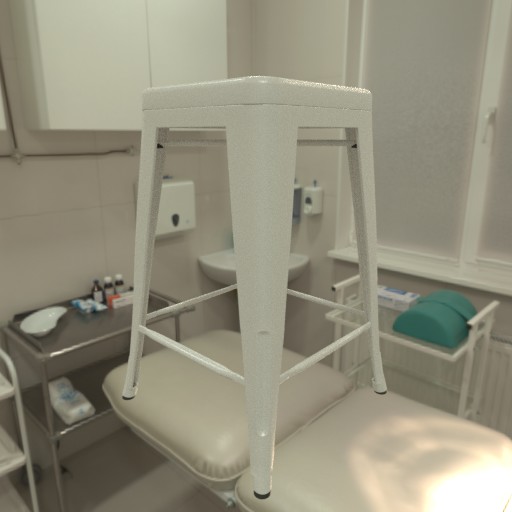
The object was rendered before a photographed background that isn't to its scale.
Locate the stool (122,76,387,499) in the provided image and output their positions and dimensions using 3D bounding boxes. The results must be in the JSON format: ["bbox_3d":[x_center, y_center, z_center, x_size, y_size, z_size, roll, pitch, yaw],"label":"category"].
[{"bbox_3d":[0.000,0.000,0.862,0.406,0.610,0.406,14,21,41],"label":"stool"}]
